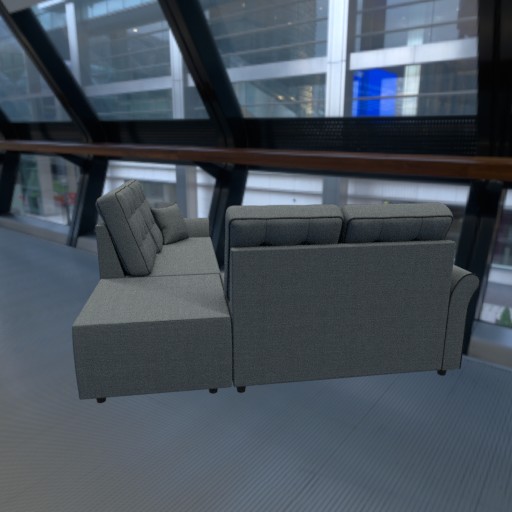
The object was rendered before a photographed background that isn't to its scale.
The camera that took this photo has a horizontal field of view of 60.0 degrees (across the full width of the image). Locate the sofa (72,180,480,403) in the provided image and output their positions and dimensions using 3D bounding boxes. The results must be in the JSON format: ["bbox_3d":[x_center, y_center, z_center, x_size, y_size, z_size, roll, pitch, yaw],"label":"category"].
[{"bbox_3d":[0.000,0.000,3.185,2.068,0.988,2.070,-2,15,-9],"label":"sofa"}]
